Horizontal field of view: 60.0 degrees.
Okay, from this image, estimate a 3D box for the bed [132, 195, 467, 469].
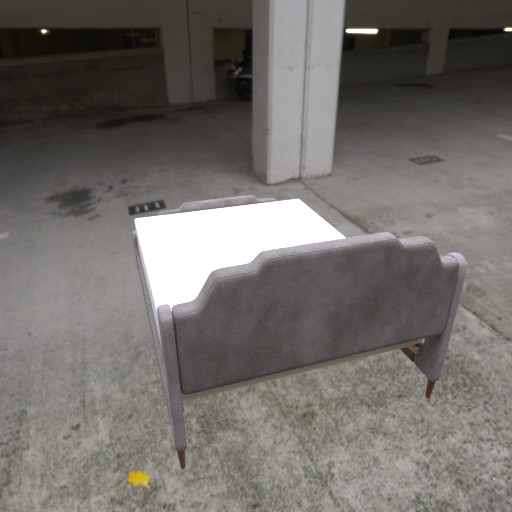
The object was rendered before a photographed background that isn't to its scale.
[{"bbox_3d":[0.000,0.000,3.344,1.676,1.245,2.340,-9,29,-16],"label":"bed"}]
